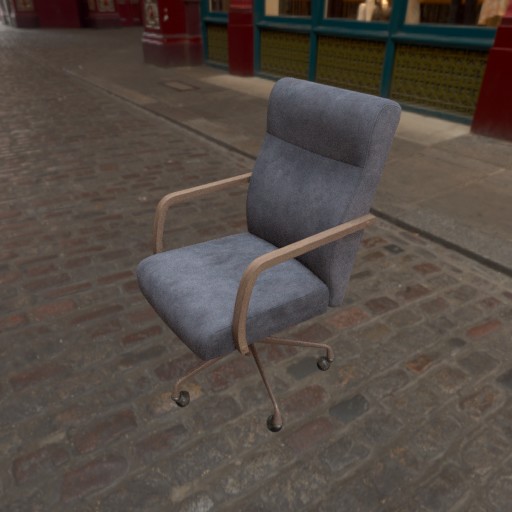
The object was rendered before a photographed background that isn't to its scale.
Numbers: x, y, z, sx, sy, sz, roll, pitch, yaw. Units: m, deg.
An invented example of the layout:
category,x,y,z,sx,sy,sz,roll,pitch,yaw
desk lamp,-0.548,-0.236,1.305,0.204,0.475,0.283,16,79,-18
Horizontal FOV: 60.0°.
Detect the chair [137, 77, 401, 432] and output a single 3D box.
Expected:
category,x,y,z,sx,sy,sz,roll,pitch,yaw
chair,0.000,0.000,1.511,0.741,1.029,0.640,-21,37,-30
